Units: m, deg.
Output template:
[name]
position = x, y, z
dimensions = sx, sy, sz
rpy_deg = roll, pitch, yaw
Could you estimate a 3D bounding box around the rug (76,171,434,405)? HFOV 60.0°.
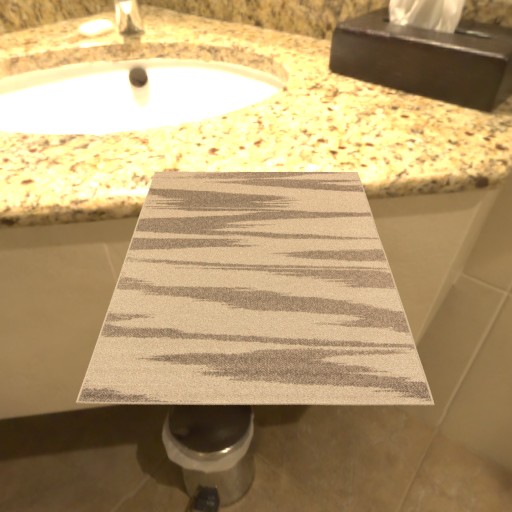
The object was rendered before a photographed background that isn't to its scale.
[rug]
position = 0.000, 0.000, 3.999
dimensions = 2.353, 0.014, 2.945
rpy_deg = 0, 41, 0
